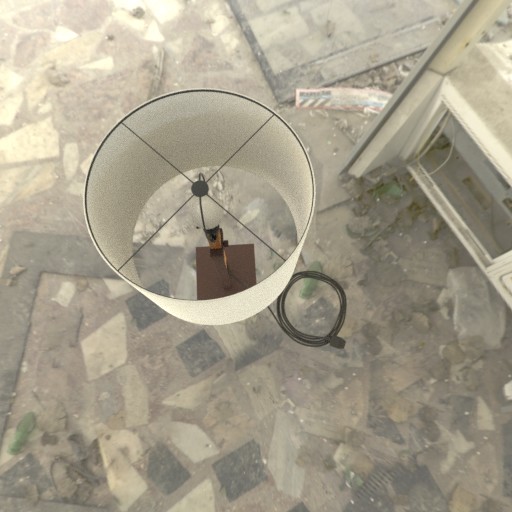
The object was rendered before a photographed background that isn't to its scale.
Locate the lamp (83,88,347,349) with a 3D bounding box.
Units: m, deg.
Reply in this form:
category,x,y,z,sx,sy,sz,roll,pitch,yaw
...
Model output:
category,x,y,z,sx,sy,sz,roll,pitch,yaw
lamp,0.000,0.000,0.995,0.525,0.668,0.396,-3,74,-1
